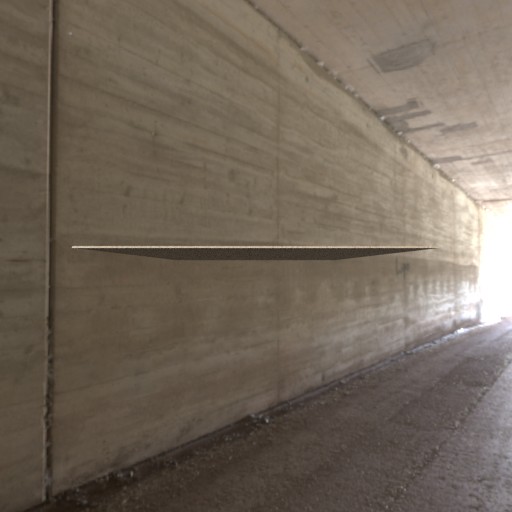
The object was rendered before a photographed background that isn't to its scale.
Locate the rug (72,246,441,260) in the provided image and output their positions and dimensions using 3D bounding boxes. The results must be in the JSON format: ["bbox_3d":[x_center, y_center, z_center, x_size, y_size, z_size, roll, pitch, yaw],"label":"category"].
[{"bbox_3d":[0.000,0.000,3.048,1.524,0.008,2.440,0,-2,0],"label":"rug"}]
